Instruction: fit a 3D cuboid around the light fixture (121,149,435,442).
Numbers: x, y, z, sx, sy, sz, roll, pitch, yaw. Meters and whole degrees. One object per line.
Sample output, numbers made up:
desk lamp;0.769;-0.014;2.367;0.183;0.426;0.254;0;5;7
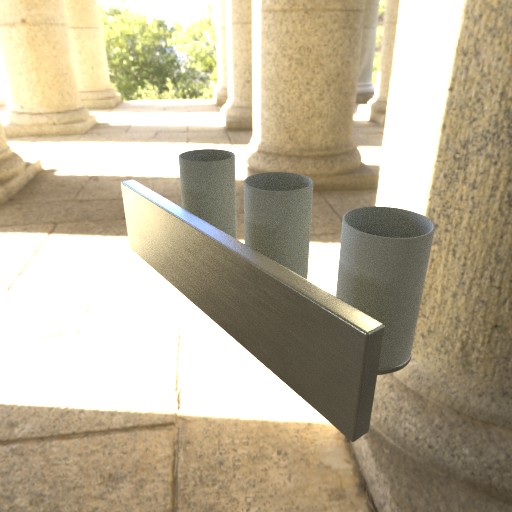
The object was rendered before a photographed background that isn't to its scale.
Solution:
light fixture;0.000;0.000;0.527;0.145;0.172;0.451;-18;31;-32
